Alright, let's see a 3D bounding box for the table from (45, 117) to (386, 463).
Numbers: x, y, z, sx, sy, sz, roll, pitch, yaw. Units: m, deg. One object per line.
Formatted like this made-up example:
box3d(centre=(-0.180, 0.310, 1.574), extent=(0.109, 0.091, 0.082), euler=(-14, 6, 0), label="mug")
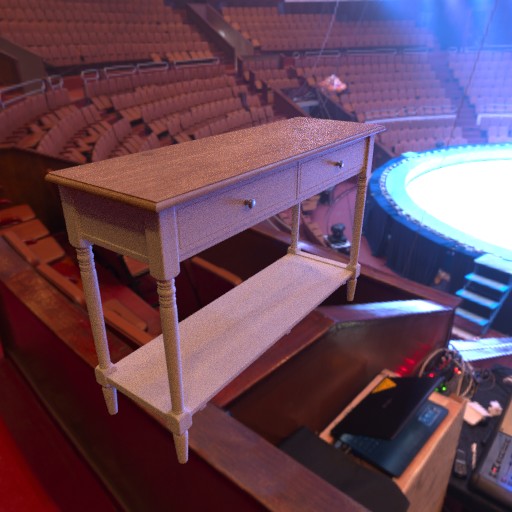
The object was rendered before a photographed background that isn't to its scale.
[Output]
box3d(centre=(0.000, 0.000, 1.595), extent=(0.399, 0.800, 1.219), euler=(17, 30, 32), label="table")
